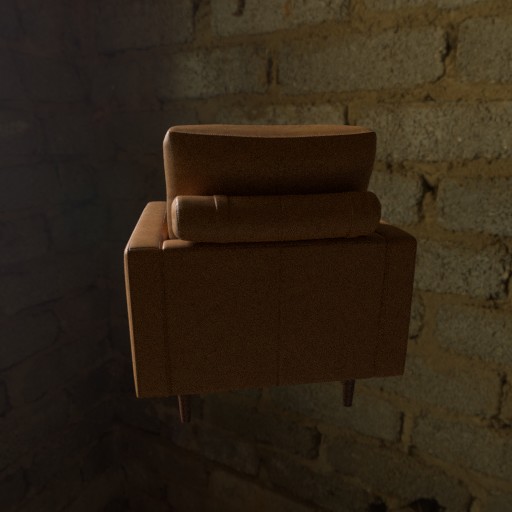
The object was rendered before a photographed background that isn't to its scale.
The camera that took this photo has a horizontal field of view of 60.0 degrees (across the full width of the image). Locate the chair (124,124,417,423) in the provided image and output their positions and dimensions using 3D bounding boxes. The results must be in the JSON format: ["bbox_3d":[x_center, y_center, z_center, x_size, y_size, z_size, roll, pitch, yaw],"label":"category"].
[{"bbox_3d":[0.000,0.000,1.589,0.831,0.896,0.868,-2,16,-9],"label":"chair"}]
